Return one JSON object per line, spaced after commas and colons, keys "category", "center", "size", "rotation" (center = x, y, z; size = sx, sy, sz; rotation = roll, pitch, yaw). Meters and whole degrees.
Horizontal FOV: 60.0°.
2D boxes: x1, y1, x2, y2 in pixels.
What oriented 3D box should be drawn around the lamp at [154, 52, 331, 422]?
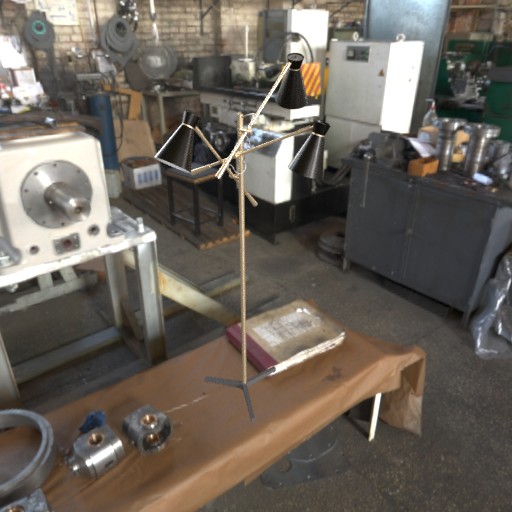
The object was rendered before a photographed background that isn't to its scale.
{"category": "lamp", "center": [0.000, 0.000, 2.180], "size": [0.653, 1.804, 0.750], "rotation": [8, 28, 16]}
